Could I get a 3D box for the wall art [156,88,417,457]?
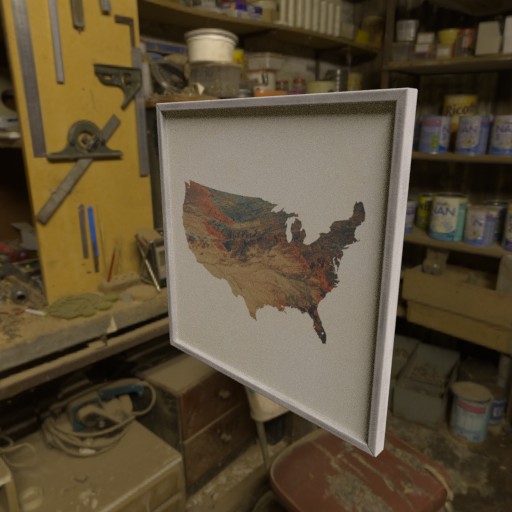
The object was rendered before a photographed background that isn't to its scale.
[{"bbox_3d":[0.000,0.000,0.450,0.303,0.303,0.015,15,22,42],"label":"wall art"}]
